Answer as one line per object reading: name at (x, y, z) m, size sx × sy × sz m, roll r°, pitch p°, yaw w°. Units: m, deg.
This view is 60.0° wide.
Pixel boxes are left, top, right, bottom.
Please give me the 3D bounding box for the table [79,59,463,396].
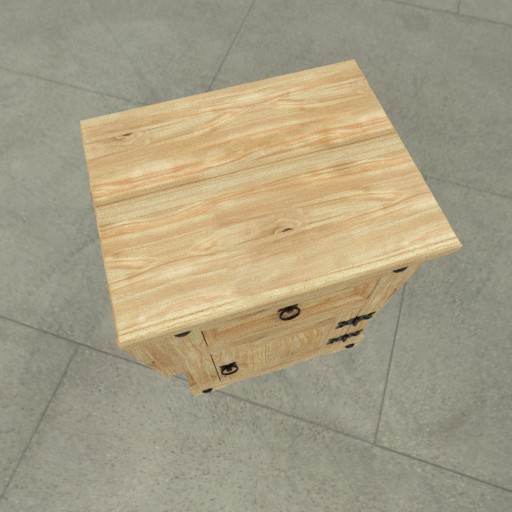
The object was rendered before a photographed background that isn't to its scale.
table at (0.000, 0.000, 0.880) m, size 0.530 × 0.515 × 0.380 m, roll -16°, pitch 65°, yaw -8°
